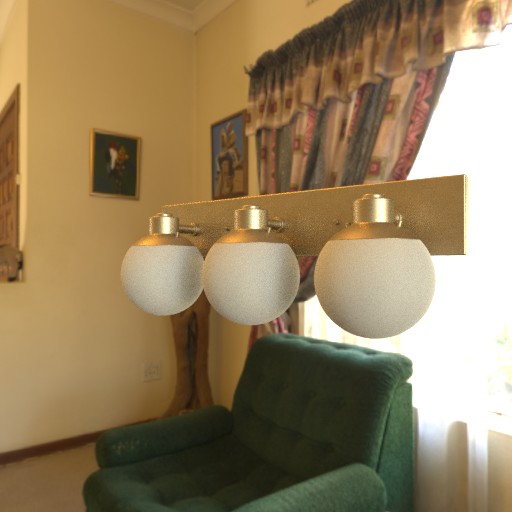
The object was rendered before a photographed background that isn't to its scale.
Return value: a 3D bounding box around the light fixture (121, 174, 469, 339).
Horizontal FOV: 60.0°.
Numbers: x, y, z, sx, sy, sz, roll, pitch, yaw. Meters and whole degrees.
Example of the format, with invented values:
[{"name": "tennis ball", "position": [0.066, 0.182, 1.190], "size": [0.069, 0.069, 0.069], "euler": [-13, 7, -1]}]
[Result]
[{"name": "light fixture", "position": [0.000, 0.000, 0.863], "size": [0.721, 0.263, 0.218], "euler": [0, -1, 36]}]
